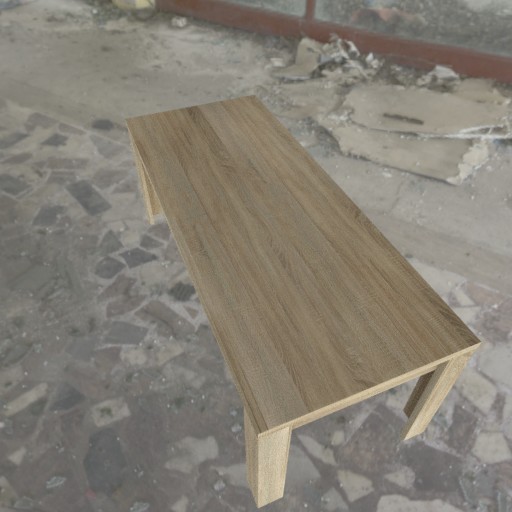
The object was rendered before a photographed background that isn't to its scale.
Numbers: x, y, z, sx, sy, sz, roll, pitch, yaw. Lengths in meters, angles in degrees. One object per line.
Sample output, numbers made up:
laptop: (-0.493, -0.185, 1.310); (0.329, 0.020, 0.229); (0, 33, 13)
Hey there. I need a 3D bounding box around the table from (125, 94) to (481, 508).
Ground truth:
table: (0.000, 0.000, 2.520); (0.900, 0.790, 2.200); (-16, 47, -16)
